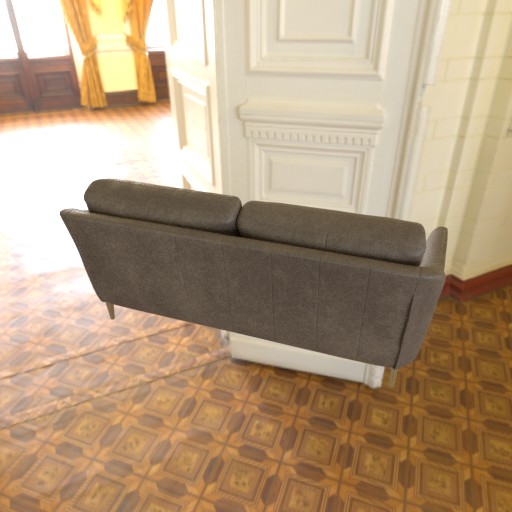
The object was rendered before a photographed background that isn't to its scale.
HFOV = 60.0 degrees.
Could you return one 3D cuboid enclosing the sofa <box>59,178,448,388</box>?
[{"bbox_3d":[0.000,0.000,2.544,2.036,0.902,0.960,10,32,17],"label":"sofa"}]
